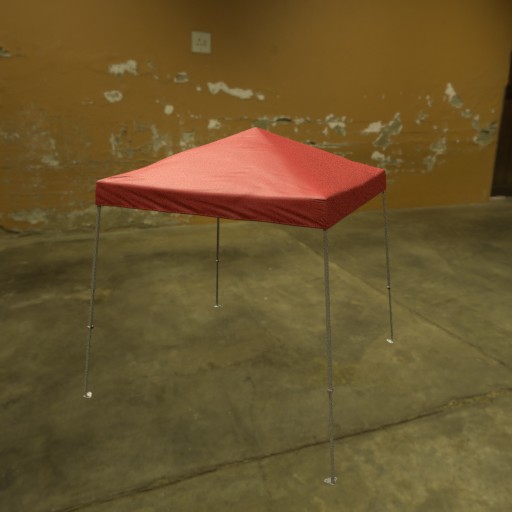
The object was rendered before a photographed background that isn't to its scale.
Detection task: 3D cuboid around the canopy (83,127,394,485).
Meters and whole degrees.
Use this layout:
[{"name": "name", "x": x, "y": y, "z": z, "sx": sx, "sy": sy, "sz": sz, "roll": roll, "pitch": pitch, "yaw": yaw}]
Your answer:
[{"name": "canopy", "x": 0.000, "y": 0.000, "z": 5.103, "sx": 2.849, "sy": 2.849, "sz": 2.848, "roll": 8, "pitch": 19, "yaw": 25}]
